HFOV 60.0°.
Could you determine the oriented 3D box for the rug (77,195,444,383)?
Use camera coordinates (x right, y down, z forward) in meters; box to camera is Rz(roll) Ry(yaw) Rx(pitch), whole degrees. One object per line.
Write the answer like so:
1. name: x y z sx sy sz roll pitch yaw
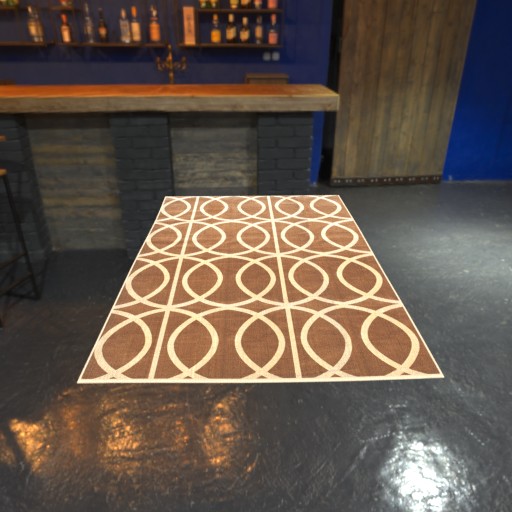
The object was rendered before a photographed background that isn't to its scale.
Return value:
1. rug: 0.000 0.000 2.843 1.528 0.014 2.294 -1 27 -1
